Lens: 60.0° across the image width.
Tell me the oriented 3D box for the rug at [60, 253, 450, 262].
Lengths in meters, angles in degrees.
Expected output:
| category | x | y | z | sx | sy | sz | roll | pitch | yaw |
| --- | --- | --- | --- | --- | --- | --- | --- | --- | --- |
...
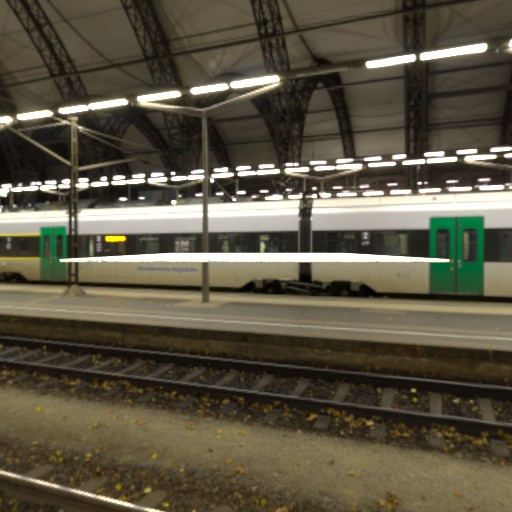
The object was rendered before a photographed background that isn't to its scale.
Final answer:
| category | x | y | z | sx | sy | sz | roll | pitch | yaw |
| --- | --- | --- | --- | --- | --- | --- | --- | --- | --- |
| rug | 0.000 | 0.000 | 2.331 | 1.260 | 0.009 | 1.820 | 0 | 1 | 0 |
